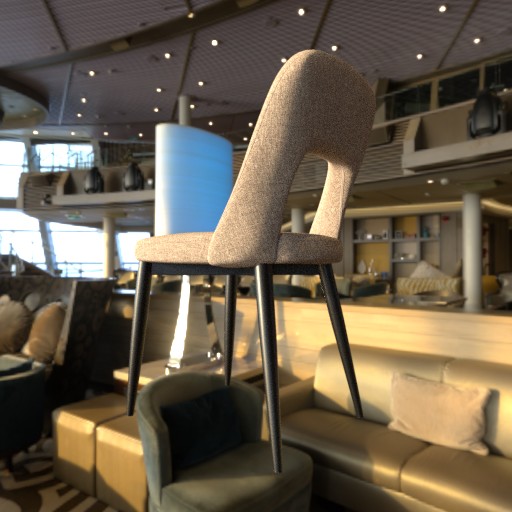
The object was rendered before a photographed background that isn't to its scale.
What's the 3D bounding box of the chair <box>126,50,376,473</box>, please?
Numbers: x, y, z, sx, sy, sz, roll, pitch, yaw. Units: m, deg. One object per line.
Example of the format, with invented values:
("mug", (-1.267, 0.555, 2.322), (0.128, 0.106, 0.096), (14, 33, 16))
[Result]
("chair", (0.000, 0.000, 1.256), (0.612, 0.931, 0.470), (-1, -1, 39))
